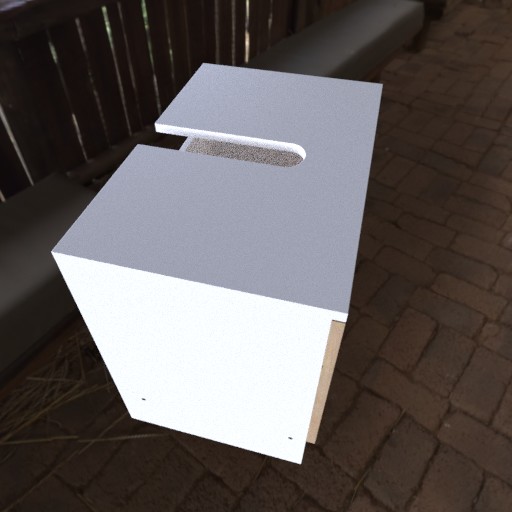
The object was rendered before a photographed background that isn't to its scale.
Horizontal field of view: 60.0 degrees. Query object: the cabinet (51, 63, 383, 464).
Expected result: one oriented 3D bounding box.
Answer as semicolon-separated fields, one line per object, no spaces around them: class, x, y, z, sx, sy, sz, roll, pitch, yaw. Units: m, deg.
cabinet;0.000;0.000;0.938;0.400;0.522;0.600;11;48;10
